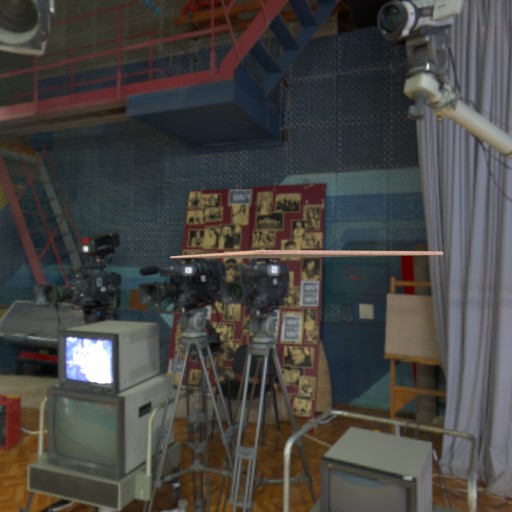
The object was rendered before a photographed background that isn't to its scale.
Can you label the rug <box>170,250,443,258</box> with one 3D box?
[{"bbox_3d":[0.000,0.000,2.751,0.760,0.015,2.435,0,-1,-18],"label":"rug"}]
